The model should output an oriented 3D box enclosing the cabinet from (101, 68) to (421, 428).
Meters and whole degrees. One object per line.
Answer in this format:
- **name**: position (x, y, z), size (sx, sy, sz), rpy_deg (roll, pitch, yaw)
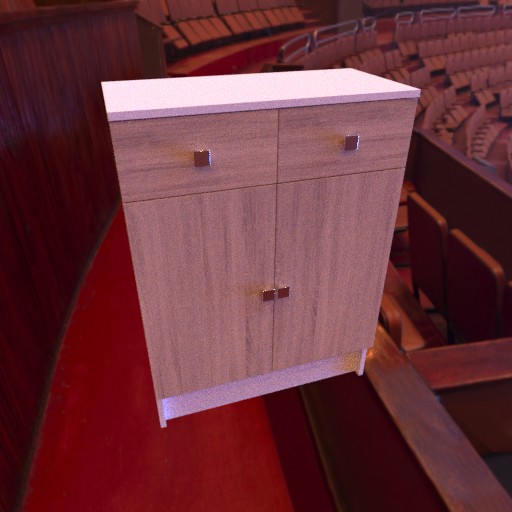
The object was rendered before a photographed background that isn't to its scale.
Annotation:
- **cabinet**: position (0.000, 0.000, 1.121), size (0.600, 0.815, 0.296), rpy_deg (-10, 33, -16)
